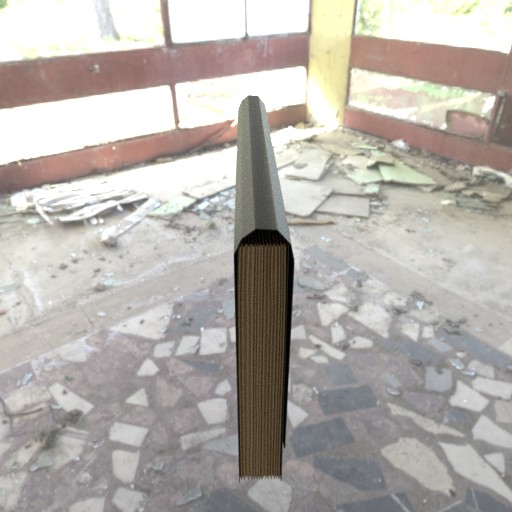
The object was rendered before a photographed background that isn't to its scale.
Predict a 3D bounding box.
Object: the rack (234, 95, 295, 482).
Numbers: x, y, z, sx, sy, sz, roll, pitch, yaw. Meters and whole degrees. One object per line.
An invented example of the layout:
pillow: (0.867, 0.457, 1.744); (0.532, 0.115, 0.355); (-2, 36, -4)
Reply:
rack: (0.000, 0.000, 0.446); (0.041, 0.241, 0.330); (-1, 32, -1)
